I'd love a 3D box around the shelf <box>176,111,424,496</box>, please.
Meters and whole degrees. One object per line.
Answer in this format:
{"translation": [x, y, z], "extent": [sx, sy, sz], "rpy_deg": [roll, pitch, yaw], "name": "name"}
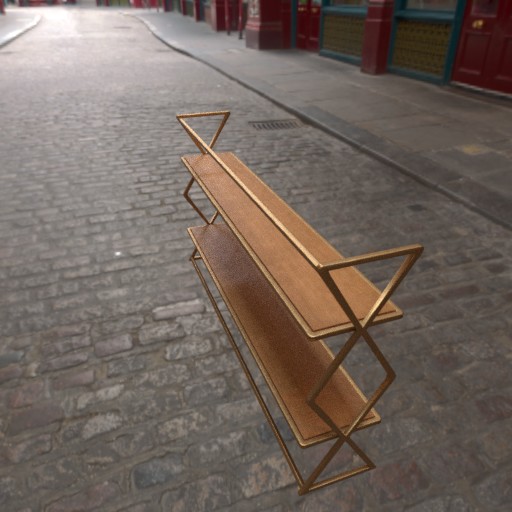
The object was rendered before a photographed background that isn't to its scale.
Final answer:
{"translation": [0.000, 0.000, 0.981], "extent": [0.150, 0.450, 0.822], "rpy_deg": [-11, 32, -17], "name": "shelf"}
